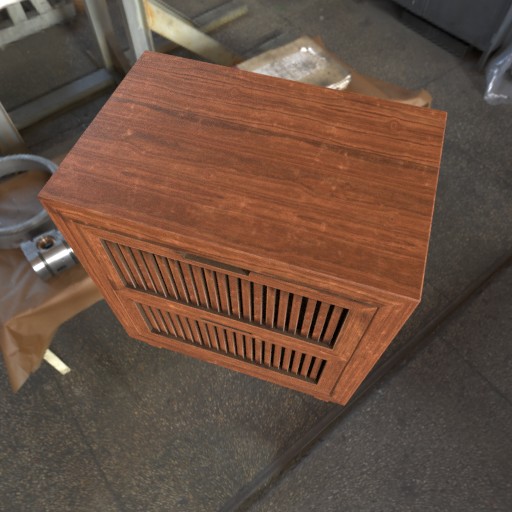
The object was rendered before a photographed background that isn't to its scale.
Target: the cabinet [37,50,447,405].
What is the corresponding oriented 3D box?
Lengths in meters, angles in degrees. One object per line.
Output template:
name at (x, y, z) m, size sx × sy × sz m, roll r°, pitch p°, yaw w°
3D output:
cabinet at (0.000, 0.000, 1.056) m, size 0.607 × 0.695 × 0.410 m, roll 15°, pitch 60°, yaw 9°
